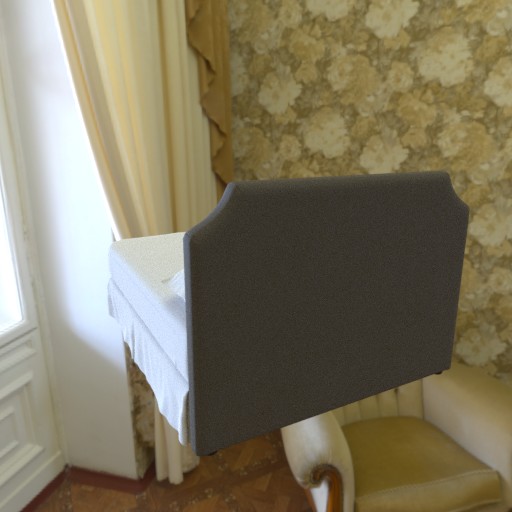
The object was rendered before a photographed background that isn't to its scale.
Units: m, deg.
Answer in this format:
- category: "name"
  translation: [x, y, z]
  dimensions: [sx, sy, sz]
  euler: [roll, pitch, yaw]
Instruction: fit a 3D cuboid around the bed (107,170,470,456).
- category: "bed"
  translation: [0.000, 0.000, 3.836]
  dimensions: [2.194, 1.561, 2.536]
  euler: [-8, 17, -27]
